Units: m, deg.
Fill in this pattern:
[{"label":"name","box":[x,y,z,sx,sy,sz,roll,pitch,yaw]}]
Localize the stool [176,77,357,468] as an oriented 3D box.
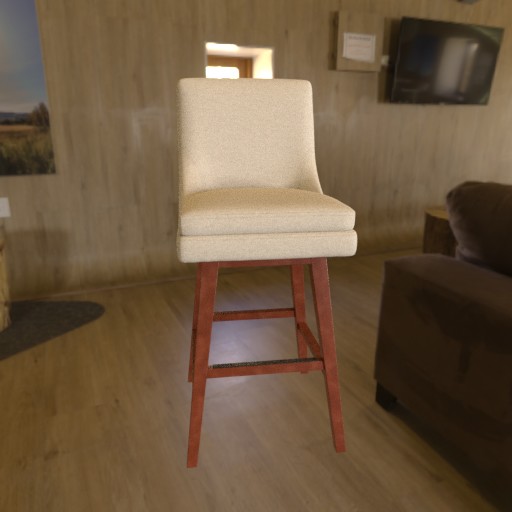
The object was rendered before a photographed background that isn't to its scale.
[{"label":"stool","box":[0.000,0.000,1.389,0.470,1.092,0.559,-2,16,-8]}]
